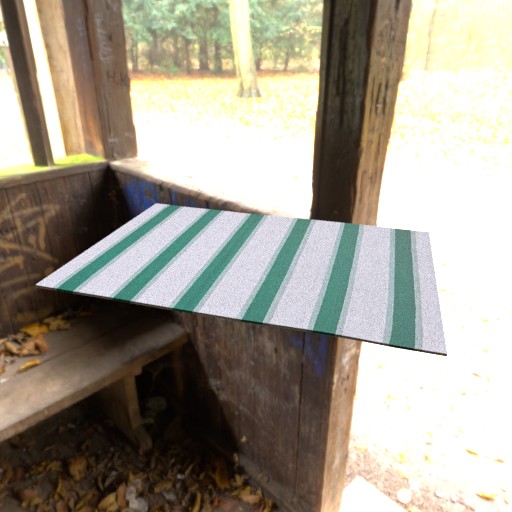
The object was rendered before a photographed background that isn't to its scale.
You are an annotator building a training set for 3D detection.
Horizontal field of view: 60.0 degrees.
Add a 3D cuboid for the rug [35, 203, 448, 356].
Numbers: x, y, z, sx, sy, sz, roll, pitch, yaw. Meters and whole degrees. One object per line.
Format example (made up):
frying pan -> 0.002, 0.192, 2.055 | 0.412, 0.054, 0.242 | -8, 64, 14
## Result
rug -> 0.000, 0.000, 2.387 | 1.829, 0.012, 1.210 | 7, 27, 15
